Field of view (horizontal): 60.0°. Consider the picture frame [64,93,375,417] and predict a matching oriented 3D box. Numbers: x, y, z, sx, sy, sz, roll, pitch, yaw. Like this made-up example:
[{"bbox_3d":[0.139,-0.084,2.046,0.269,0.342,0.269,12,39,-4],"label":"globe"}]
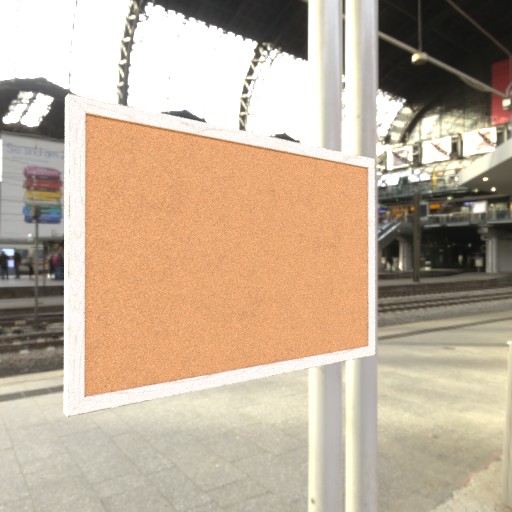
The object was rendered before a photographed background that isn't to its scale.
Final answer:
[{"bbox_3d":[0.000,0.000,1.174,0.950,0.640,0.029,0,-1,-37],"label":"picture frame"}]
